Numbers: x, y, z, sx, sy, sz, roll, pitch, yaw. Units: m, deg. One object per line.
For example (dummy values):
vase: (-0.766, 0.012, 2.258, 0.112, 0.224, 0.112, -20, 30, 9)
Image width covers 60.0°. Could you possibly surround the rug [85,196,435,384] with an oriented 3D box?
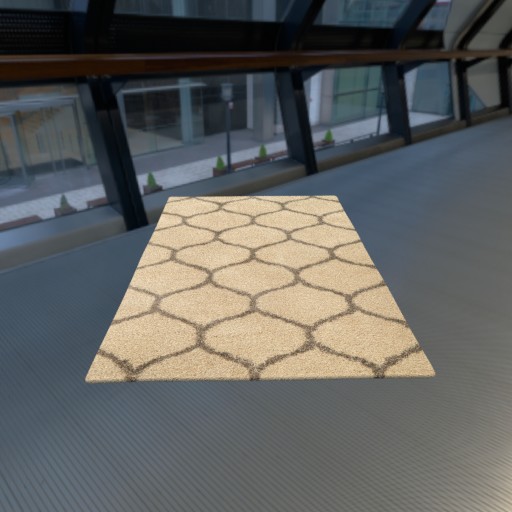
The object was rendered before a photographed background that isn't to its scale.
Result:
rug: (0.000, 0.000, 2.930, 1.501, 0.024, 2.348, -1, 27, -1)
